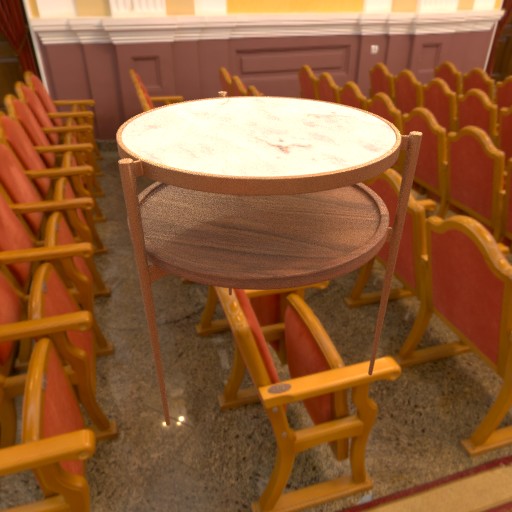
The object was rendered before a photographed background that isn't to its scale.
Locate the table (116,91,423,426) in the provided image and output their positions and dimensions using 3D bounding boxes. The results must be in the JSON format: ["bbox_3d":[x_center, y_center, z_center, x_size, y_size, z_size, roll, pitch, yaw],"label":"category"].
[{"bbox_3d":[0.000,0.000,0.818,0.430,0.493,0.456,-9,33,-14],"label":"table"}]
